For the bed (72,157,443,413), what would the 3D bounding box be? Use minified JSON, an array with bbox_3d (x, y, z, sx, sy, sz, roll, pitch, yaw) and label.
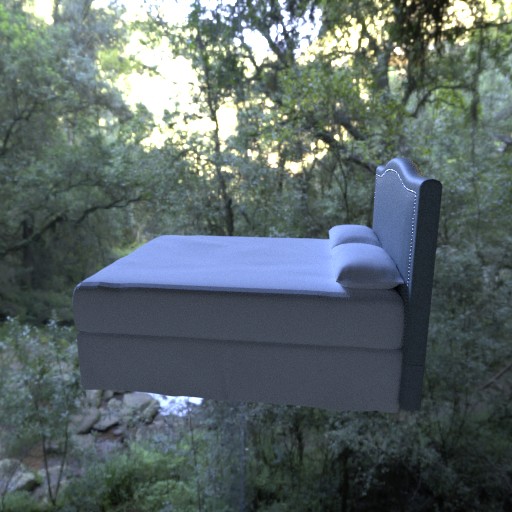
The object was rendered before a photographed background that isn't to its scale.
[{"bbox_3d":[0.000,0.000,3.337,2.143,1.460,1.753,2,14,7],"label":"bed"}]
